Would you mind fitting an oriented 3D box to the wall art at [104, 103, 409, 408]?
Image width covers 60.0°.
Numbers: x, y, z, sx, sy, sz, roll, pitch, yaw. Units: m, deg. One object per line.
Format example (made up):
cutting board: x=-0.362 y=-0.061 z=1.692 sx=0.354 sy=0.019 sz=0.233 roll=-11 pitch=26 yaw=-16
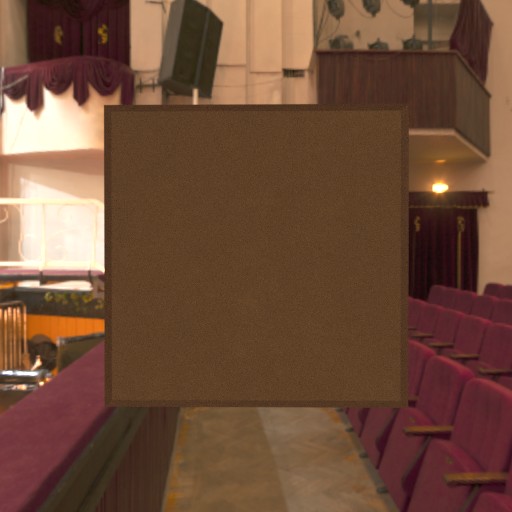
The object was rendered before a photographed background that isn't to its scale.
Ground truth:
wall art: x=0.000 y=0.000 z=0.462 sx=0.304 sy=0.303 sz=0.038 roll=0 pitch=0 yaw=1
